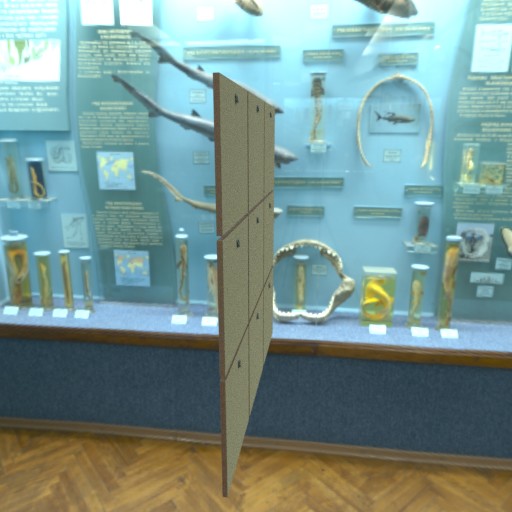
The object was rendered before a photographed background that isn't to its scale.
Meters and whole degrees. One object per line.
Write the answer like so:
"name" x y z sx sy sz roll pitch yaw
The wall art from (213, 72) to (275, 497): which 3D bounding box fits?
"wall art" 0.000 0.000 1.330 0.018 0.904 0.906 2 15 8
